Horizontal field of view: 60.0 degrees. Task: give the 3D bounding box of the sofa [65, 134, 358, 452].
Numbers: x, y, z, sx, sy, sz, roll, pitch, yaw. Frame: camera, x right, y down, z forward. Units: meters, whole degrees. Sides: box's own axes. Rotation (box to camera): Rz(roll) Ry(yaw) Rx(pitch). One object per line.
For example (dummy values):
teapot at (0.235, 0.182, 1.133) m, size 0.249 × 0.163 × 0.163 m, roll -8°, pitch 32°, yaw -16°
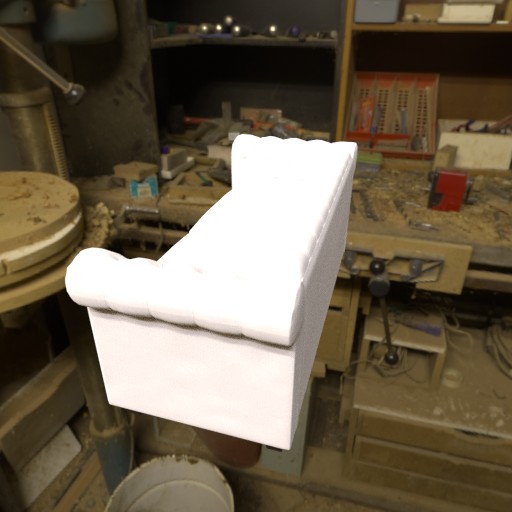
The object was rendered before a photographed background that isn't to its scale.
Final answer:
sofa at (0.000, 0.000, 2.223) m, size 0.771 × 0.796 × 1.798 m, roll 8°, pitch 30°, yaw 15°
